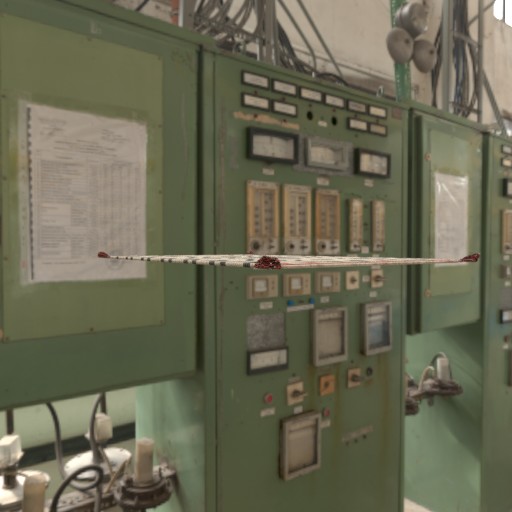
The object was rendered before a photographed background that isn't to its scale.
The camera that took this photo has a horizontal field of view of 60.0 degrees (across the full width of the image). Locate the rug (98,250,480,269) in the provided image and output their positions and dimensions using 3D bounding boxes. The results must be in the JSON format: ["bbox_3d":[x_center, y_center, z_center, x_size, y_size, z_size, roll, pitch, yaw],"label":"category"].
[{"bbox_3d":[0.000,0.000,3.440,1.741,0.066,2.672,-1,1,-35],"label":"rug"}]
